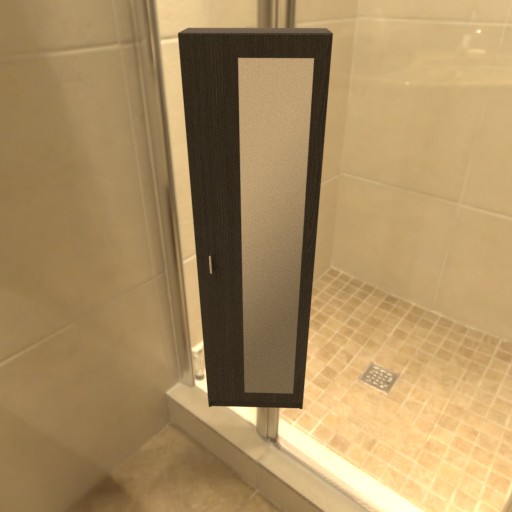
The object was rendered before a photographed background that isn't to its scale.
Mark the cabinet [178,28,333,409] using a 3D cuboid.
[{"bbox_3d":[0.000,0.000,1.970,0.500,1.790,0.230,1,31,2],"label":"cabinet"}]
